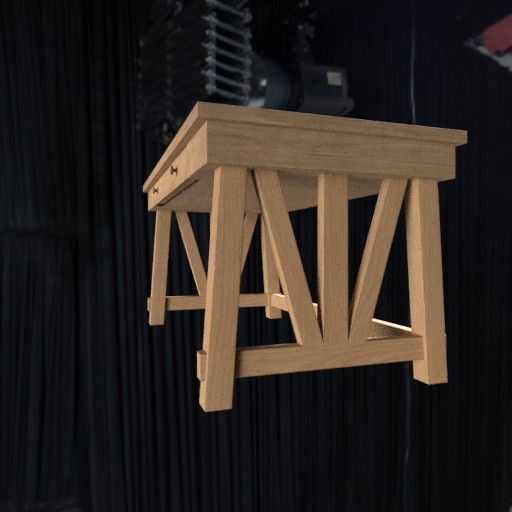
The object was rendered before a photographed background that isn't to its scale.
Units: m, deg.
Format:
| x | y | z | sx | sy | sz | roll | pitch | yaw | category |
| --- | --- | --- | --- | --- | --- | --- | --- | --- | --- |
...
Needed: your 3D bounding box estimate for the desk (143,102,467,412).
| x | y | z | sx | sy | sz | roll | pitch | yaw | category |
| --- | --- | --- | --- | --- | --- | --- | --- | --- | --- |
| 0.000 | 0.000 | 1.901 | 0.813 | 0.762 | 1.499 | 0 | 1 | -19 | desk |
